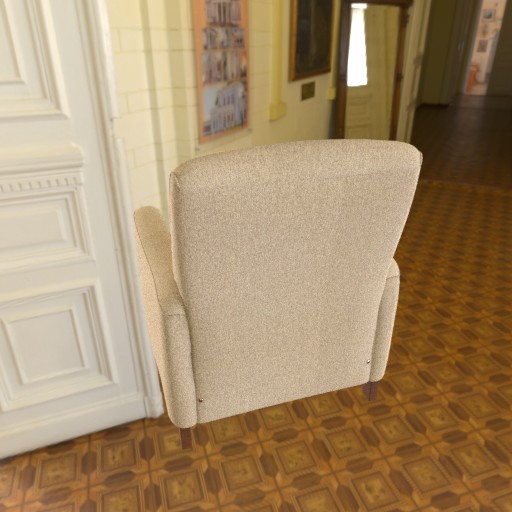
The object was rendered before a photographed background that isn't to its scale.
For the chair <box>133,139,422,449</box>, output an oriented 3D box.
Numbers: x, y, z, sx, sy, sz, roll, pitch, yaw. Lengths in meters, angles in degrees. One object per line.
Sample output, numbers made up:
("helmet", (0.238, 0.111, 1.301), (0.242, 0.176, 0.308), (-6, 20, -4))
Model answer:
("chair", (0.000, 0.000, 1.659), (0.848, 1.014, 0.864), (-8, 28, -16))
